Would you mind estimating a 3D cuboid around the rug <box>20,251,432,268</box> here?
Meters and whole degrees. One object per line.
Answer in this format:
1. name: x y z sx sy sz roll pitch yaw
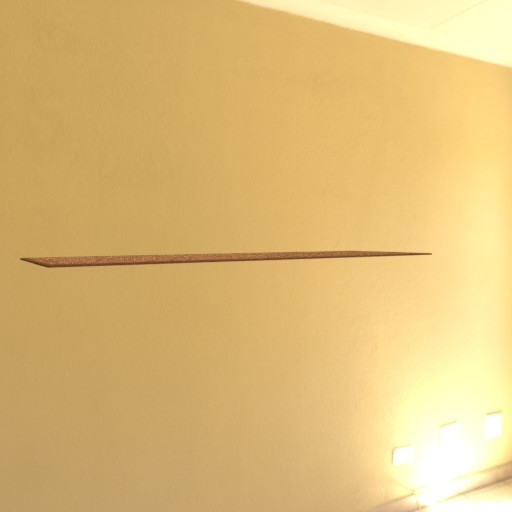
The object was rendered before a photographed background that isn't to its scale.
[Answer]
1. rug: 0.000 0.000 2.676 2.448 0.012 0.769 -2 3 -35
